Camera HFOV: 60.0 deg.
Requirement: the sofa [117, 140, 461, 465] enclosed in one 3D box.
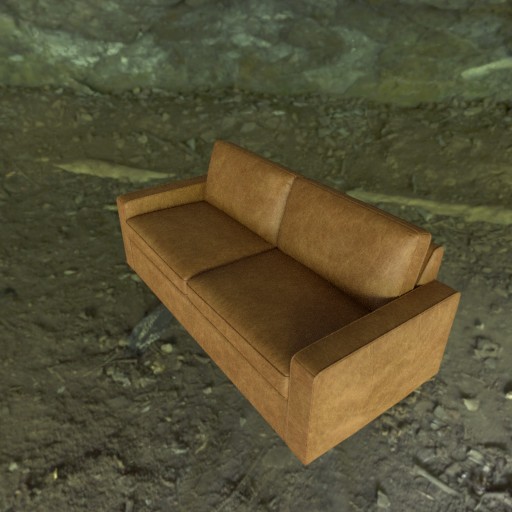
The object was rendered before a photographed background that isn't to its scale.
[{"bbox_3d":[0.000,0.000,2.722,0.991,0.928,2.156,-20,37,-30],"label":"sofa"}]
